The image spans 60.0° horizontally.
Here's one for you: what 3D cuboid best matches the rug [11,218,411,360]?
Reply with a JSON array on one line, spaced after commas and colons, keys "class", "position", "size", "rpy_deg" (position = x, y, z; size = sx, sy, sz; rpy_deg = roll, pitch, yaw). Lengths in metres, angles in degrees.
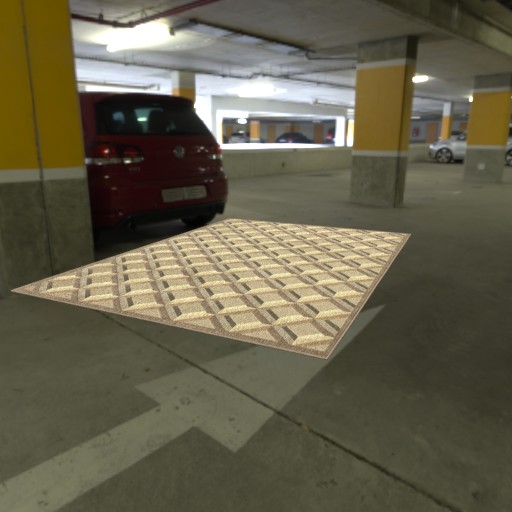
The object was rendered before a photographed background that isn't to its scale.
[{"class": "rug", "position": [0.000, 0.000, 4.154], "size": [2.382, 0.018, 3.294], "rpy_deg": [7, 17, 25]}]
